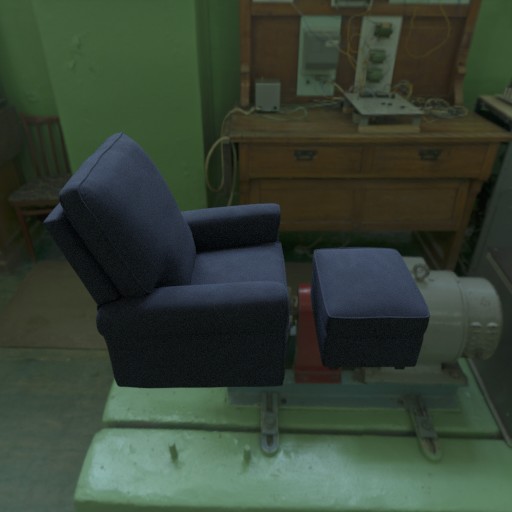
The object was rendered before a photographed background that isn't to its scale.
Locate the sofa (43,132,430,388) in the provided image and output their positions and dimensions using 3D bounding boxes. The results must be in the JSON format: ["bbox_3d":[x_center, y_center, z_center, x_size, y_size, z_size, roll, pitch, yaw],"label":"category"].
[{"bbox_3d":[0.000,0.000,2.000,1.478,0.959,0.880,0,33,0],"label":"sofa"}]
